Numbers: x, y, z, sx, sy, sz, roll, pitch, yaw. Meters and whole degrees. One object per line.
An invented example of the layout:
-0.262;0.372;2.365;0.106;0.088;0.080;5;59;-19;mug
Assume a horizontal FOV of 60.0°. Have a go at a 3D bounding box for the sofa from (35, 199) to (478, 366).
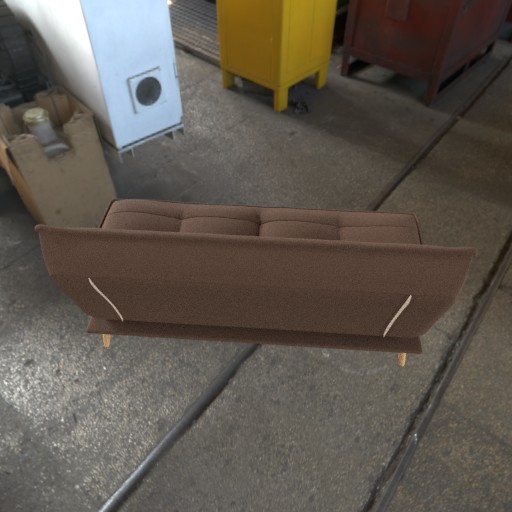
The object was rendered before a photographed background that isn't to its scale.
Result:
0.000;0.000;2.445;1.940;0.890;0.950;3;47;3;sofa
